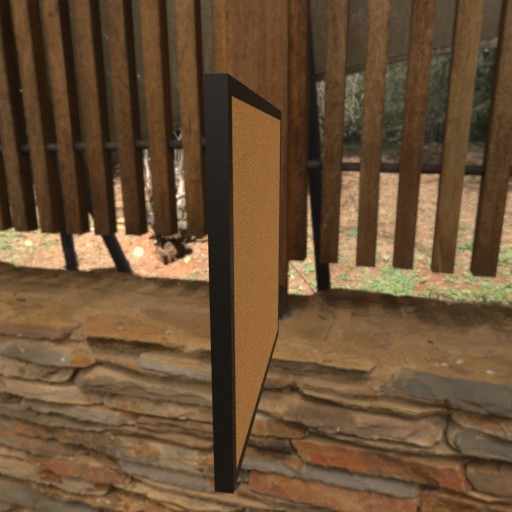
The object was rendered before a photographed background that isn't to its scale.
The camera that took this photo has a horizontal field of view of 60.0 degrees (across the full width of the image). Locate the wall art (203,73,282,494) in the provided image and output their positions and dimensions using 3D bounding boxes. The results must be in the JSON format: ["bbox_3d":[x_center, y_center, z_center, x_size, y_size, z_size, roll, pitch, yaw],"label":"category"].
[{"bbox_3d":[0.000,0.000,1.135,0.038,0.762,0.762,2,14,9],"label":"wall art"}]
